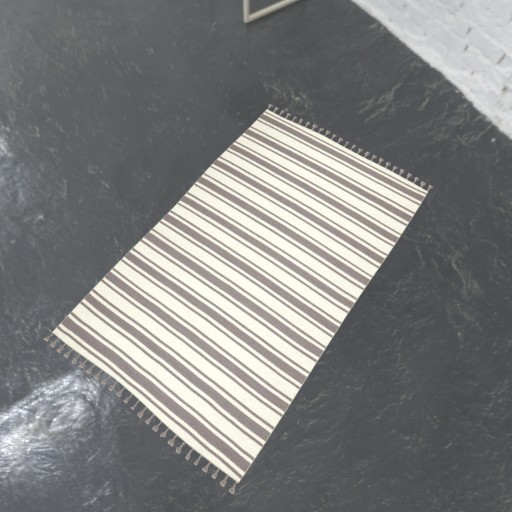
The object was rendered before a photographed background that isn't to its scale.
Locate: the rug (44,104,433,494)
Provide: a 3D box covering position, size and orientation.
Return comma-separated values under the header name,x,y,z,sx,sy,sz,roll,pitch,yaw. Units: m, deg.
name,x,y,z,sx,sy,sz,roll,pitch,yaw
rug,0.000,0.000,2.529,1.229,0.011,2.096,32,67,16
